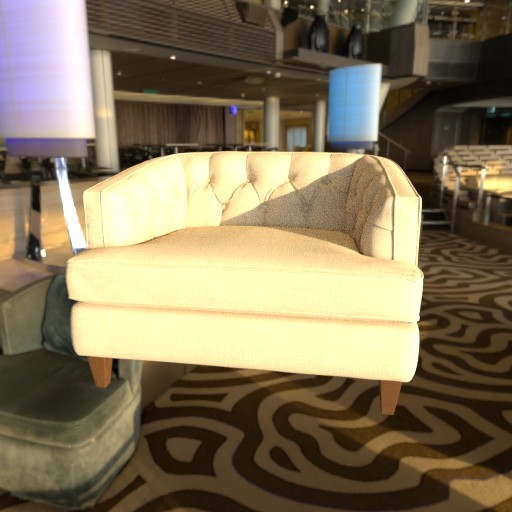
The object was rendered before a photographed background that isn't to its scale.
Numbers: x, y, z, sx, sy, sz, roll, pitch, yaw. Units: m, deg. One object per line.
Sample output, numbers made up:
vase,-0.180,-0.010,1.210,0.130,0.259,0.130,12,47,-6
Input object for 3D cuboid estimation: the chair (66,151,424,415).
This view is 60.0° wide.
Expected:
chair,0.000,0.000,1.736,1.118,0.787,0.914,2,14,9
